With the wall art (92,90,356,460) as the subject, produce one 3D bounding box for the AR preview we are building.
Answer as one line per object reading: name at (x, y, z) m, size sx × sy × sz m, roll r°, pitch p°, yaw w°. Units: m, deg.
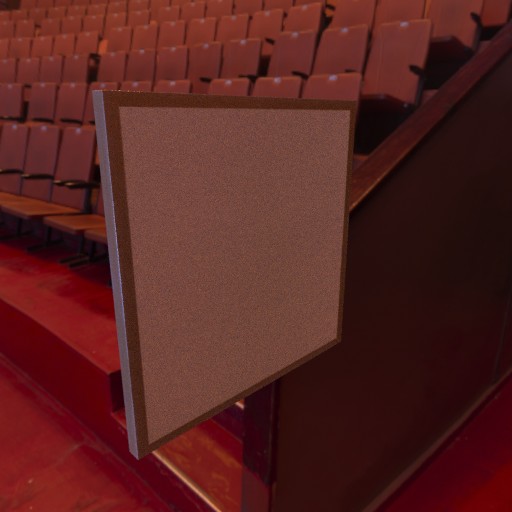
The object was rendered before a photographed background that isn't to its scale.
wall art at (0.000, 0.000, 1.124) m, size 0.762 × 0.760 × 0.037 m, roll -17°, pitch 24°, yaw -42°
